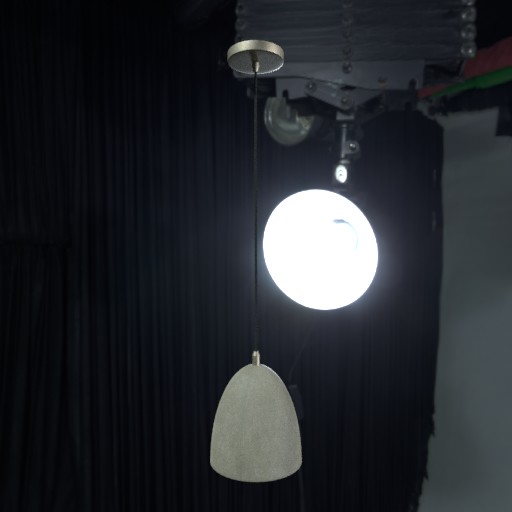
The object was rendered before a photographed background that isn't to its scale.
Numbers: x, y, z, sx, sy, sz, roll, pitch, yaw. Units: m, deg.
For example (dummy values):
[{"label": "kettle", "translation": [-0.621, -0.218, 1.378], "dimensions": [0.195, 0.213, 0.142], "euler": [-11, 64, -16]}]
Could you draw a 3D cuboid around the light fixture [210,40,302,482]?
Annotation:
[{"label": "light fixture", "translation": [0.000, 0.000, 0.830], "dimensions": [0.170, 0.759, 0.170], "euler": [0, 0, -37]}]
